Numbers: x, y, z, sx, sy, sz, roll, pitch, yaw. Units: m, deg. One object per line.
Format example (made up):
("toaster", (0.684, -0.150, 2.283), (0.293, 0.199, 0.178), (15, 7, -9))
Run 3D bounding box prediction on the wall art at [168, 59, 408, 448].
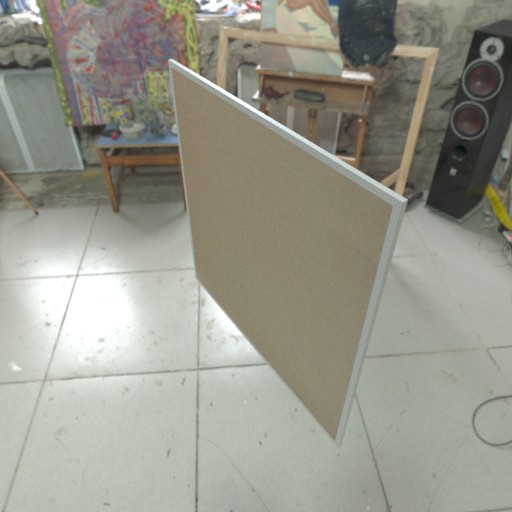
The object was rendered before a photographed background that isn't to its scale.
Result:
("wall art", (0.000, 0.000, 0.675), (0.007, 0.456, 0.456), (-24, 47, -25))
